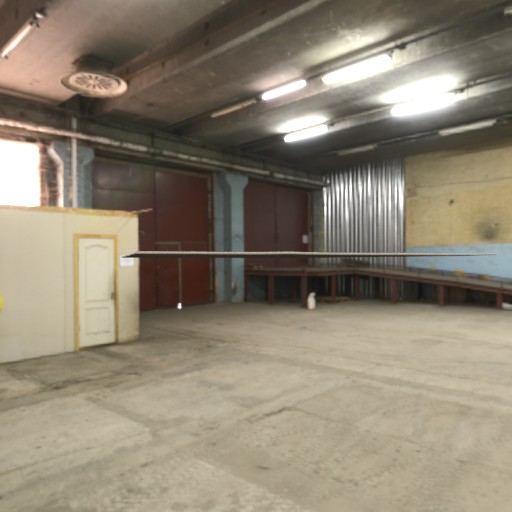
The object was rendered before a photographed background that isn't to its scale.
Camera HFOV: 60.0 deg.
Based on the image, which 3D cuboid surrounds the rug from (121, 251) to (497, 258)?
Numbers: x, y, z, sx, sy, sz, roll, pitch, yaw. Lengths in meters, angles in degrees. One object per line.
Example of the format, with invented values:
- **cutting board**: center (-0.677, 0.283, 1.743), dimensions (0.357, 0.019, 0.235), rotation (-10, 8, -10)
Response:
- **rug**: center (0.000, 0.000, 4.294), dimensions (2.449, 0.019, 3.357), rotation (0, -1, -18)
